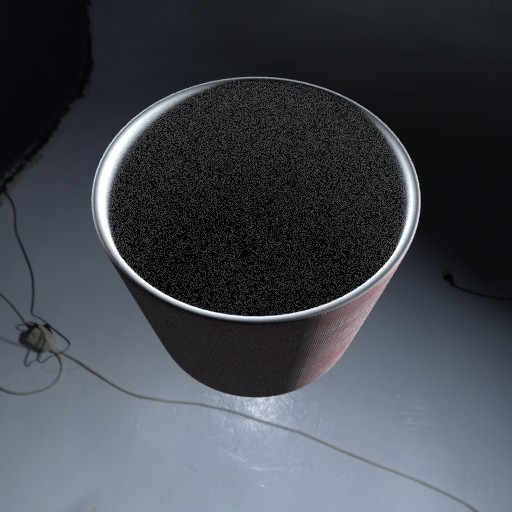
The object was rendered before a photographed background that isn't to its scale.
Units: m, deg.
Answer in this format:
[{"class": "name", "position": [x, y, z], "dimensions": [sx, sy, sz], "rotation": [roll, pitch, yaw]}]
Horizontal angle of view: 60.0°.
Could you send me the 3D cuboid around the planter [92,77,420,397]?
[{"class": "planter", "position": [0.000, 0.000, 0.769], "dimensions": [0.440, 0.398, 0.440], "rotation": [0, 57, 0]}]
